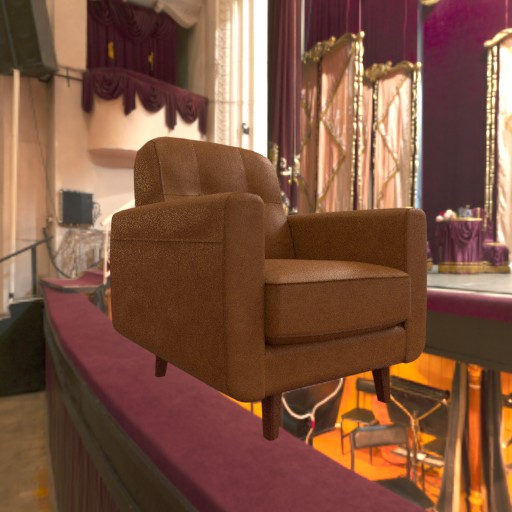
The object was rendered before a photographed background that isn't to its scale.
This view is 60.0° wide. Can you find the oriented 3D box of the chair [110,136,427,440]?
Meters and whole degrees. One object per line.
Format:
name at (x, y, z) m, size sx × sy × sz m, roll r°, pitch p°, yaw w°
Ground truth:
chair at (0.000, 0.000, 1.656) m, size 0.845 × 0.968 × 0.942 m, roll -1°, pitch 1°, yaw -36°
